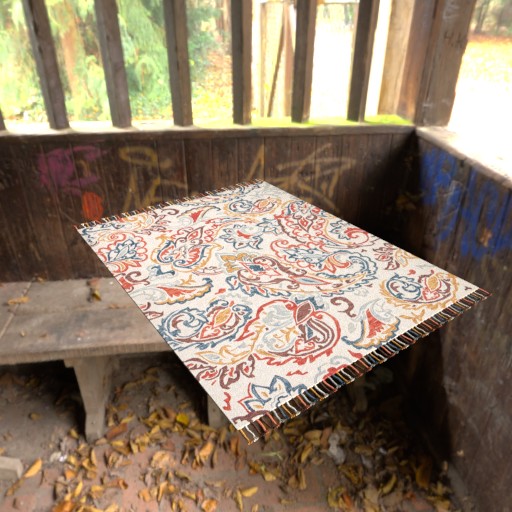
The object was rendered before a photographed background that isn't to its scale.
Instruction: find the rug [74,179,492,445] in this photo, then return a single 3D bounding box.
[{"bbox_3d":[0.000,0.000,4.186,2.439,0.015,3.274,-20,36,-30],"label":"rug"}]
